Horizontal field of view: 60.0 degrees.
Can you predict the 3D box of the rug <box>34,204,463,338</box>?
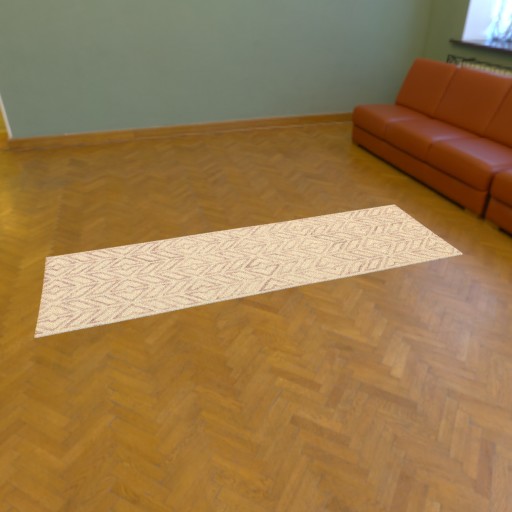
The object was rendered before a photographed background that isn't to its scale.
[{"bbox_3d":[0.000,0.000,2.706,2.435,0.009,0.750,-10,33,-15],"label":"rug"}]
